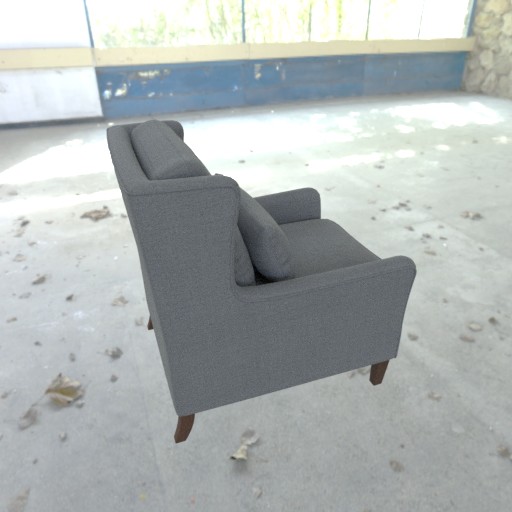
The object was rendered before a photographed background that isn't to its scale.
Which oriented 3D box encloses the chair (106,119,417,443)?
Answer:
[{"bbox_3d":[0.000,0.000,1.874,1.040,1.056,0.866,-10,30,-17],"label":"chair"}]
